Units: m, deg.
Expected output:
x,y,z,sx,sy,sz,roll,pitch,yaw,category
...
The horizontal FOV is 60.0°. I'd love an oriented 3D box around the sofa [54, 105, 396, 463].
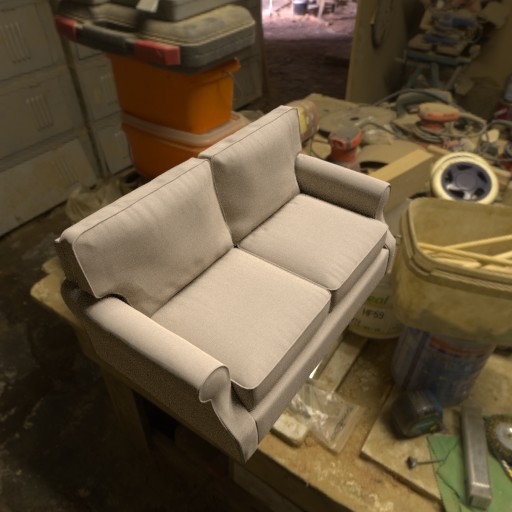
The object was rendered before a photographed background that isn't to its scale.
x,y,z,sx,sy,sz,roll,pitch,yaw,category
0.000,0.000,2.222,0.964,0.937,1.665,25,46,27,sofa
